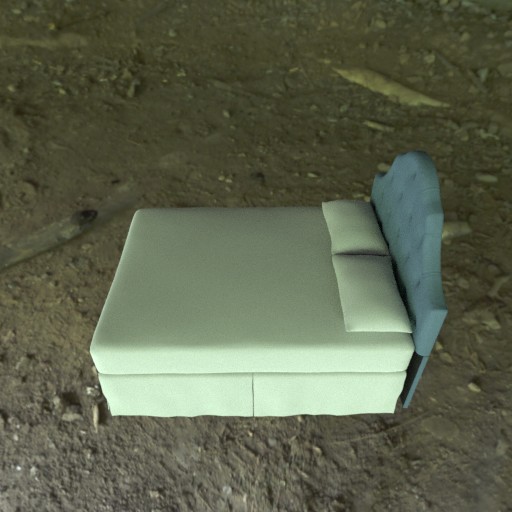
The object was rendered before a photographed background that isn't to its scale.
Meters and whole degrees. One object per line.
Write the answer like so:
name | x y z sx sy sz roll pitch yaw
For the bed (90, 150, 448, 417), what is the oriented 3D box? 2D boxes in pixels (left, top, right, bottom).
bed | 0.000 0.000 3.219 2.155 1.575 1.636 0 41 0
